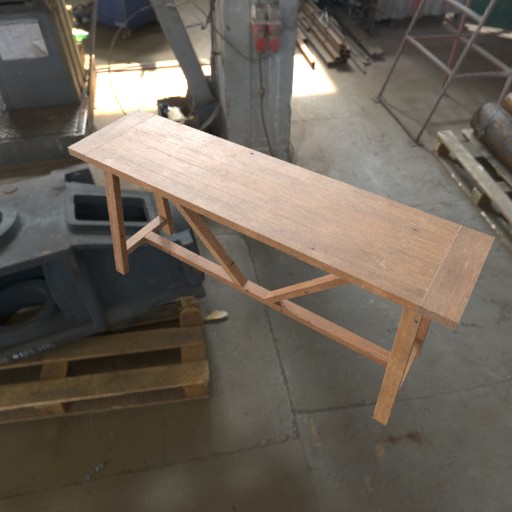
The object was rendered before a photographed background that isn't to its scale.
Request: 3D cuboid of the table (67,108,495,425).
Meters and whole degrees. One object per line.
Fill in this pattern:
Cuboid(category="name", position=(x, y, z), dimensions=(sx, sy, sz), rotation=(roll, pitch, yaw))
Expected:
Cuboid(category="table", position=(0.000, 0.000, 2.128), dimensions=(1.800, 0.810, 0.465), rotation=(25, 50, 23))
